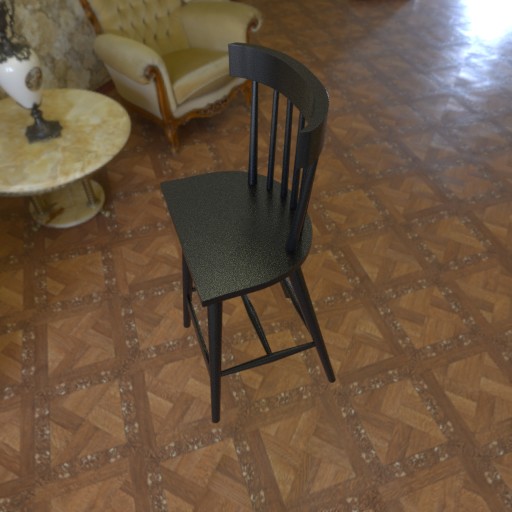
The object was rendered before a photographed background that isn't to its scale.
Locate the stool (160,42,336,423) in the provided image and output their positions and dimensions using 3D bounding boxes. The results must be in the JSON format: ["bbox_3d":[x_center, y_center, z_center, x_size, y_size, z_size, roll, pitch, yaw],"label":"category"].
[{"bbox_3d":[0.000,0.000,1.355,0.483,1.092,0.482,-15,48,-14],"label":"stool"}]
